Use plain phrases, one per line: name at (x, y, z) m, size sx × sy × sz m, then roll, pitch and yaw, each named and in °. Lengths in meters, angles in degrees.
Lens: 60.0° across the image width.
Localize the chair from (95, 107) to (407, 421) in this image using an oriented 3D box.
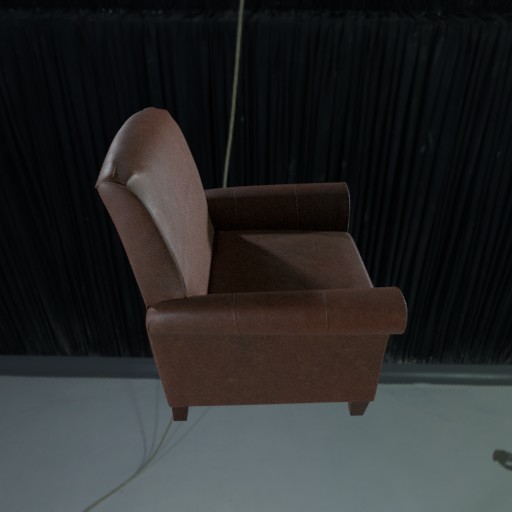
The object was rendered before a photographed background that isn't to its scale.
chair at (0.000, 0.000, 1.749) m, size 0.902 × 1.061 × 0.978 m, roll -1°, pitch 32°, yaw -1°
